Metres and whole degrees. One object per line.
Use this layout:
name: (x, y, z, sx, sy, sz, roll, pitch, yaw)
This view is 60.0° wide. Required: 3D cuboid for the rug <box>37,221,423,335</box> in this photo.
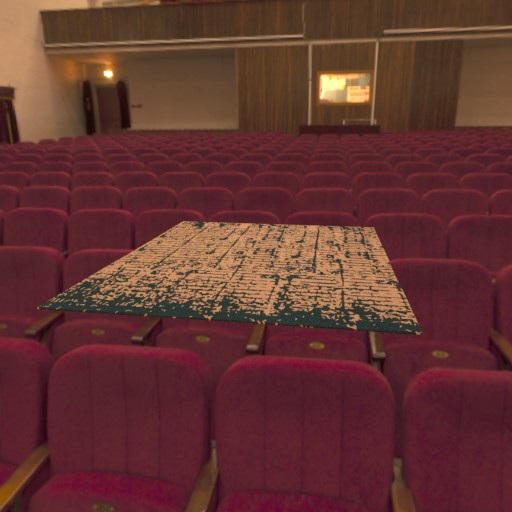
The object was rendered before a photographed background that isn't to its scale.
rug: (0.000, 0.000, 4.143, 2.416, 0.014, 3.017, 2, 16, 9)
